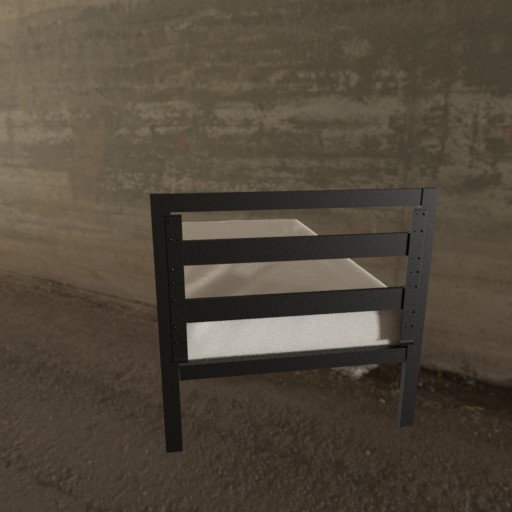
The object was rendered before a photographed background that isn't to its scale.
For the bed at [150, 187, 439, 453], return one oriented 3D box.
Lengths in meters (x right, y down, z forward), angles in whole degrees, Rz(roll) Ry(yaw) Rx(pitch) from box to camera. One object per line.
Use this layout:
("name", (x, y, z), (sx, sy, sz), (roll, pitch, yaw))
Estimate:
("bed", (0.000, 0.000, 2.513), (0.991, 0.967, 1.930), (-2, 16, -9))
